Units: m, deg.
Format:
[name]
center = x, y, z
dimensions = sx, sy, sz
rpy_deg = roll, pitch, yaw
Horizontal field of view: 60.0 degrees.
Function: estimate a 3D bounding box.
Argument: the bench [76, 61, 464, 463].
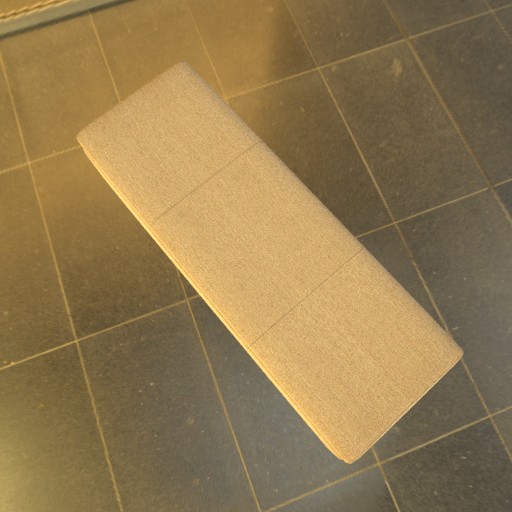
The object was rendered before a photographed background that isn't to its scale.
[bench]
center = 0.000, 0.000, 1.484
dimensions = 0.446, 0.438, 1.269
rpy_deg = -39, 78, -10
